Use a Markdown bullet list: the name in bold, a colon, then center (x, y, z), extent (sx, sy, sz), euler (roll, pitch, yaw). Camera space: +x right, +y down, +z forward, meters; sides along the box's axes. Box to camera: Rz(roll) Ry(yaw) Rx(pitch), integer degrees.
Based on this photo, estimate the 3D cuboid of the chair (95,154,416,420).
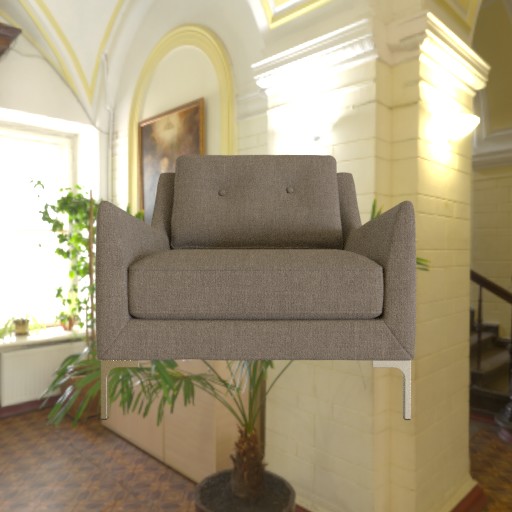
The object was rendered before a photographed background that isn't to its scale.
- **chair**: center (0.000, 0.000, 1.533), extent (0.847, 0.828, 0.849), euler (0, 1, 0)
